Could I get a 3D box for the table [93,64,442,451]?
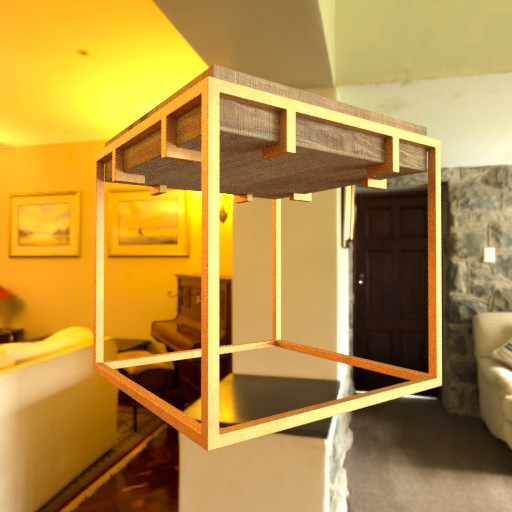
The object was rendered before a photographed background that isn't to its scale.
[{"bbox_3d":[0.000,0.000,1.070,0.599,0.584,0.599,1,-1,-35],"label":"table"}]
